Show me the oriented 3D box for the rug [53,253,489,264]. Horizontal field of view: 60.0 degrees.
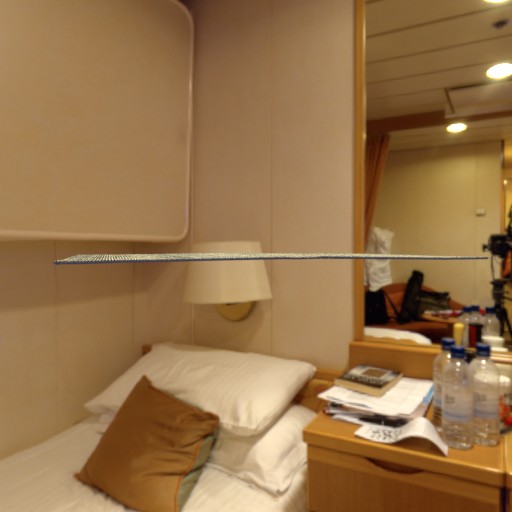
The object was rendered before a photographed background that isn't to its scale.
[{"bbox_3d":[0.000,0.000,2.994,2.349,0.030,1.624,0,1,-18],"label":"rug"}]
